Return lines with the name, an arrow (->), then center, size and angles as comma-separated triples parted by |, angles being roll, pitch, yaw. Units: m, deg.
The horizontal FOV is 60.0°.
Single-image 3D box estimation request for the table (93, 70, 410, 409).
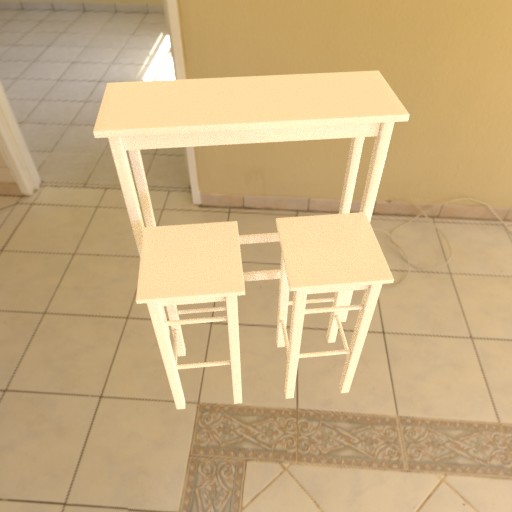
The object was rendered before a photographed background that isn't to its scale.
table -> 0.000, 0.000, 1.643 | 0.915, 1.065, 0.650 | -4, 46, -4
